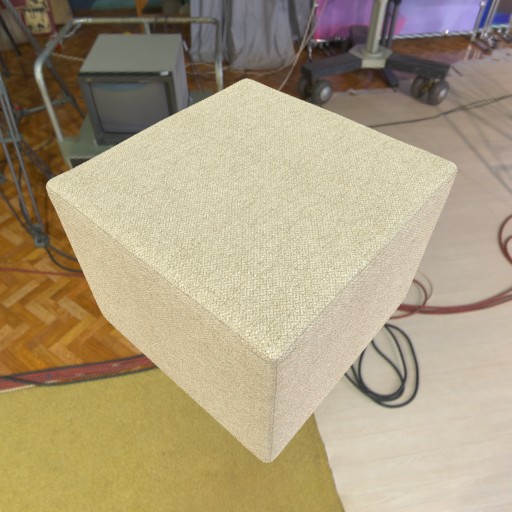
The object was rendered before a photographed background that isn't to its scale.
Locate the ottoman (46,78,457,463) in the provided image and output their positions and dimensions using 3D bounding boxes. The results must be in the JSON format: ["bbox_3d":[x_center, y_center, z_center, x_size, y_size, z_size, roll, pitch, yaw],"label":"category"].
[{"bbox_3d":[0.000,0.000,0.881,0.508,0.432,0.508,33,56,26],"label":"ottoman"}]
